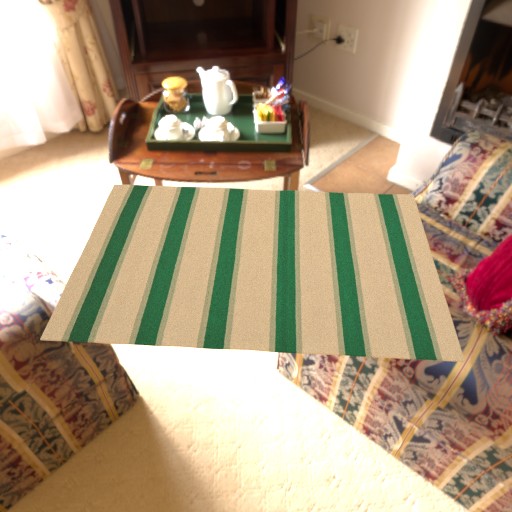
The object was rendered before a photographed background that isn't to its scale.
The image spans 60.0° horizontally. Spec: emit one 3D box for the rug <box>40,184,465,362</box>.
[{"bbox_3d":[0.000,0.000,3.064,2.436,0.015,1.521,2,45,2],"label":"rug"}]
